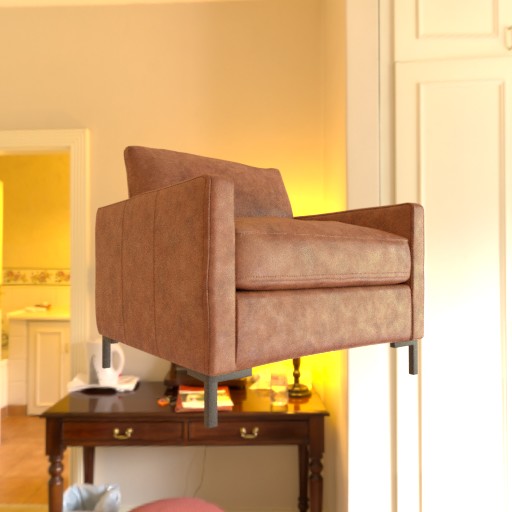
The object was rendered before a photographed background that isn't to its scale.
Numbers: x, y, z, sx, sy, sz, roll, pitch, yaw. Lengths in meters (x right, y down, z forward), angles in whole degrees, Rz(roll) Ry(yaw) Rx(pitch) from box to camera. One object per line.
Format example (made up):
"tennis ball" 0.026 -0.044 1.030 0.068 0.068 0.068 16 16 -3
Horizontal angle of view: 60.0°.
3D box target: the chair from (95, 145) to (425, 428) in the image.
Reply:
"chair" 0.000 0.000 1.675 0.967 0.869 0.862 1 -1 -37
